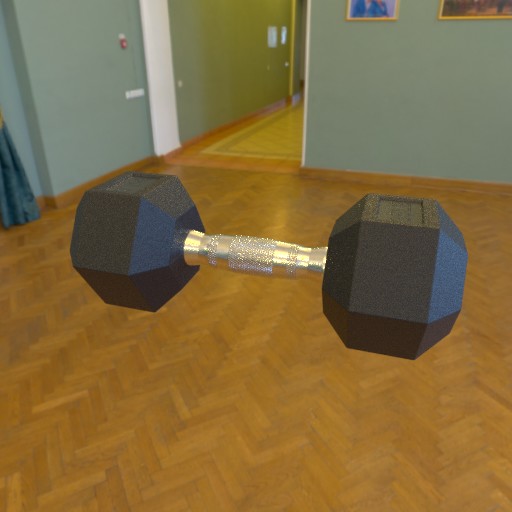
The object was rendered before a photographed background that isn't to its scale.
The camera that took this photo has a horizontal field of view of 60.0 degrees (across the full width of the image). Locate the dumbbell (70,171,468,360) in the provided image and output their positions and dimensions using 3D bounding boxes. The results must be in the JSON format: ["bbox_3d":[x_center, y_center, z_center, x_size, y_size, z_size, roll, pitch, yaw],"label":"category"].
[{"bbox_3d":[0.000,0.000,0.424,0.356,0.123,0.141,8,27,15],"label":"dumbbell"}]
